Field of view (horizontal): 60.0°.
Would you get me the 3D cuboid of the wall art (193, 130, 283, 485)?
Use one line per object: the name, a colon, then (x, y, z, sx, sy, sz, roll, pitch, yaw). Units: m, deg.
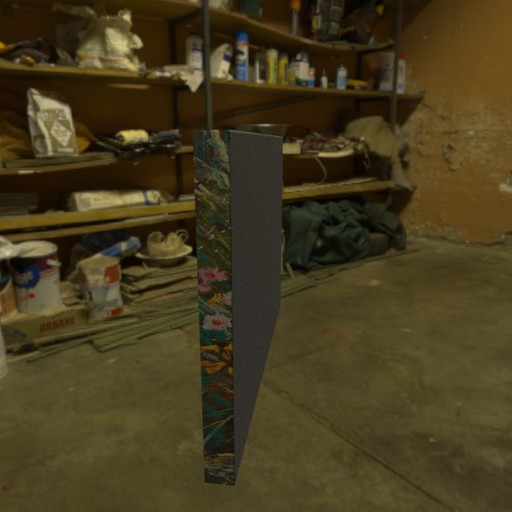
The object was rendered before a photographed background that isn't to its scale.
wall art: (0.000, 0.000, 0.770, 0.037, 0.406, 0.610, 2, 15, 8)
